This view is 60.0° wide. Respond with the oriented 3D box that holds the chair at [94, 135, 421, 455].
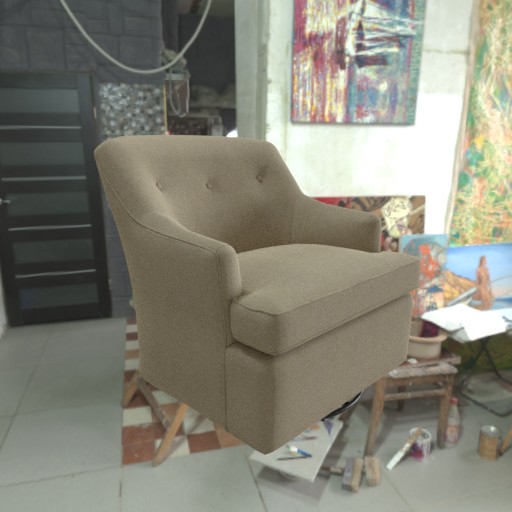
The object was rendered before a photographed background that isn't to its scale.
[{"bbox_3d":[0.000,0.000,1.607,0.864,0.856,0.923,-14,20,-43],"label":"chair"}]
